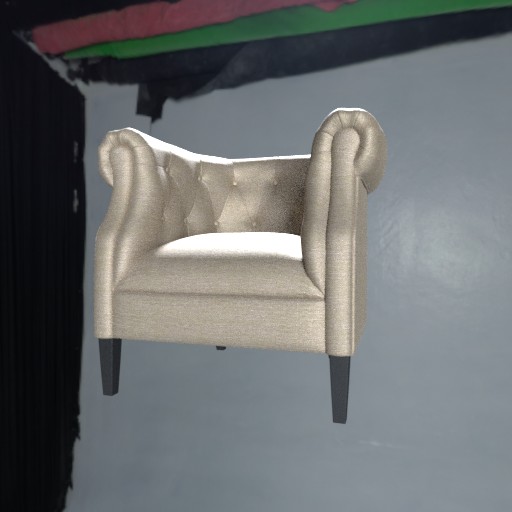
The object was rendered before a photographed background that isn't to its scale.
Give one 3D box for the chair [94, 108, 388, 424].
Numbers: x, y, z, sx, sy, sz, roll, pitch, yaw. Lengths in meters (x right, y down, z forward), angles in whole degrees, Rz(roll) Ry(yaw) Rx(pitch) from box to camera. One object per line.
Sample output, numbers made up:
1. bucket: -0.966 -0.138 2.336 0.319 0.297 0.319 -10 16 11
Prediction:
1. chair: 0.000 0.000 1.588 0.905 0.827 0.852 0 1 18
